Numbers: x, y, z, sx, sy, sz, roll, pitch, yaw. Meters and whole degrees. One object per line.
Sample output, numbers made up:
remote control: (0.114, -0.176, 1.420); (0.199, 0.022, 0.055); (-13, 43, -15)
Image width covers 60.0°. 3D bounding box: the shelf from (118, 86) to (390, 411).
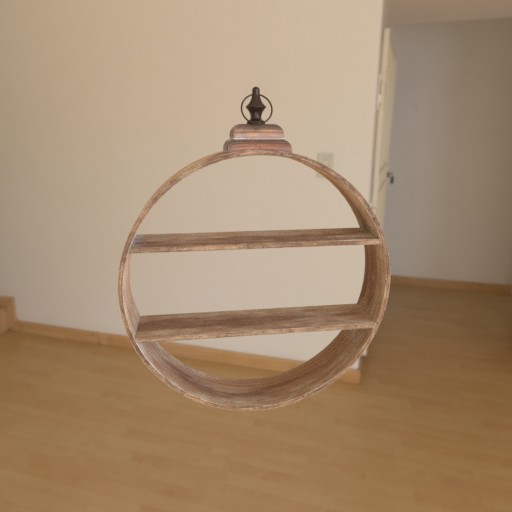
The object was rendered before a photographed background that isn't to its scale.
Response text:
shelf: (0.000, 0.000, 1.012); (0.601, 0.725, 0.125); (-2, 16, -8)
